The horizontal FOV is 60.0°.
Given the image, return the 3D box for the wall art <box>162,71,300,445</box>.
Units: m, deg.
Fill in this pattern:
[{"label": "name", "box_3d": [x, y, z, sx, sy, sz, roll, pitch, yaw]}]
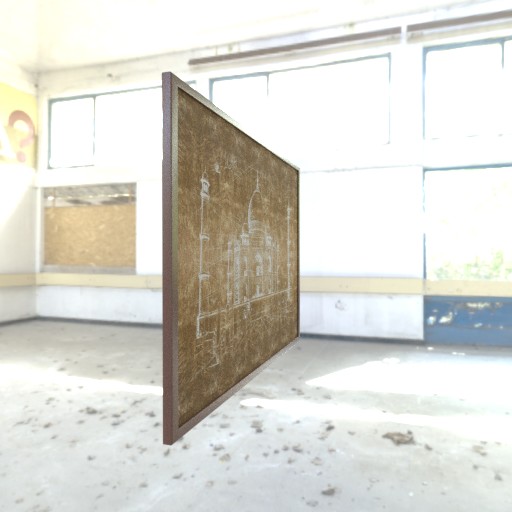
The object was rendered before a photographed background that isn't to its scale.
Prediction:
[{"label": "wall art", "box_3d": [0.000, 0.000, 0.852, 0.014, 0.455, 0.660, 0, 1, 19]}]
